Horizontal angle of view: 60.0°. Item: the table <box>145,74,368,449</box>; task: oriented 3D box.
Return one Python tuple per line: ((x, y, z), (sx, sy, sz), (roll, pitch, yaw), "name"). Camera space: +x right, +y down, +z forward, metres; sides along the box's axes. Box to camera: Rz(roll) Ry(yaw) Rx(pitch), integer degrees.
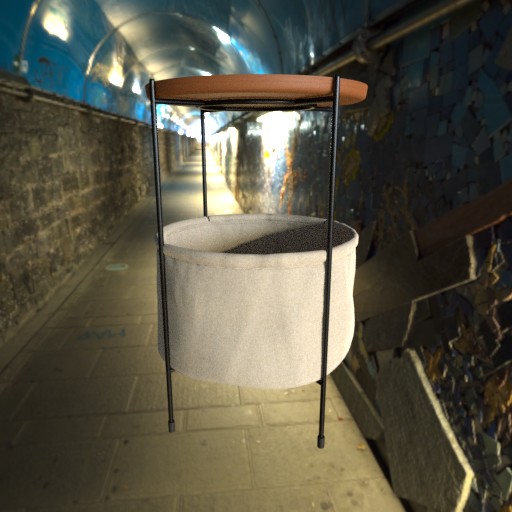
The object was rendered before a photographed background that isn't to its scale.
((0.000, 0.000, 0.871), (0.393, 0.623, 0.393), (2, 15, 9), "table")
